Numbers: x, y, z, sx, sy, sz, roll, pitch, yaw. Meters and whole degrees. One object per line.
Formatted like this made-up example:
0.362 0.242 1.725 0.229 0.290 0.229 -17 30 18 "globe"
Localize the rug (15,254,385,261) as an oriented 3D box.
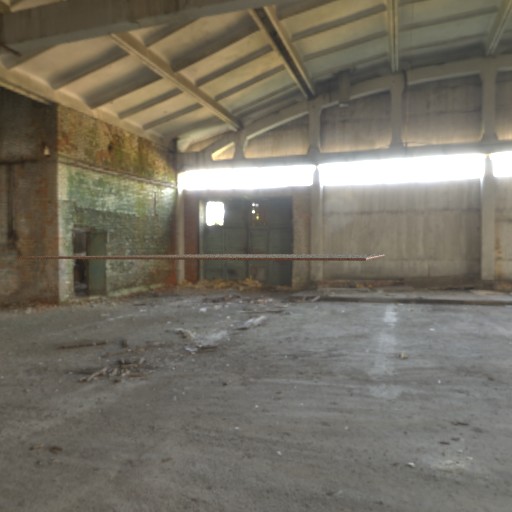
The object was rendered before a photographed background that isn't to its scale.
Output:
0.000 0.000 2.260 1.219 0.008 1.829 0 1 18 "rug"
